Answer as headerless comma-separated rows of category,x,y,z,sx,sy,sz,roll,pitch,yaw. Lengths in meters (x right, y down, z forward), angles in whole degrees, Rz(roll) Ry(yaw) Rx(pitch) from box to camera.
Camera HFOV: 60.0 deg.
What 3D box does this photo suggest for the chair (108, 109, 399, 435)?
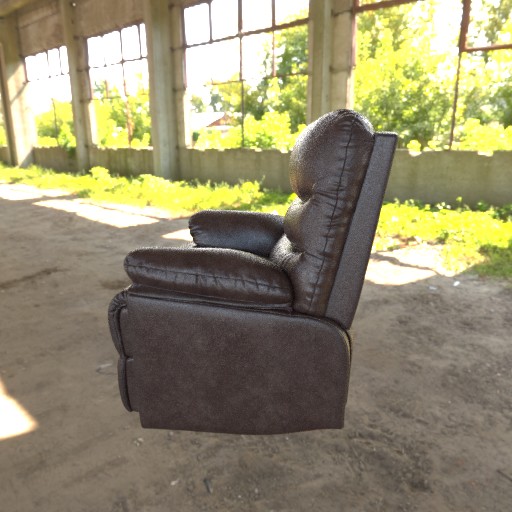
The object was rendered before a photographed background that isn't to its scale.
chair,0.000,0.000,1.704,0.879,1.041,0.940,2,15,8
